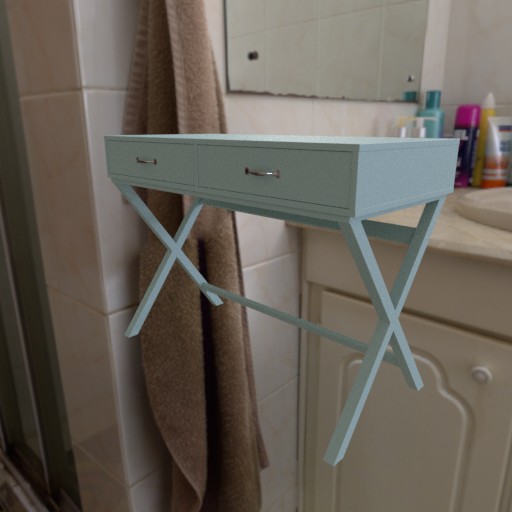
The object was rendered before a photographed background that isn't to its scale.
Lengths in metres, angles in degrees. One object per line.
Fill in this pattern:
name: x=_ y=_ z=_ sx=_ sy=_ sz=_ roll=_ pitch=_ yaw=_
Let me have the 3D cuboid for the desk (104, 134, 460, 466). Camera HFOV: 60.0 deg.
desk: x=0.000 y=0.000 z=1.505 sx=1.057 sy=0.780 sz=0.525 roll=16 pitch=23 yaw=43
